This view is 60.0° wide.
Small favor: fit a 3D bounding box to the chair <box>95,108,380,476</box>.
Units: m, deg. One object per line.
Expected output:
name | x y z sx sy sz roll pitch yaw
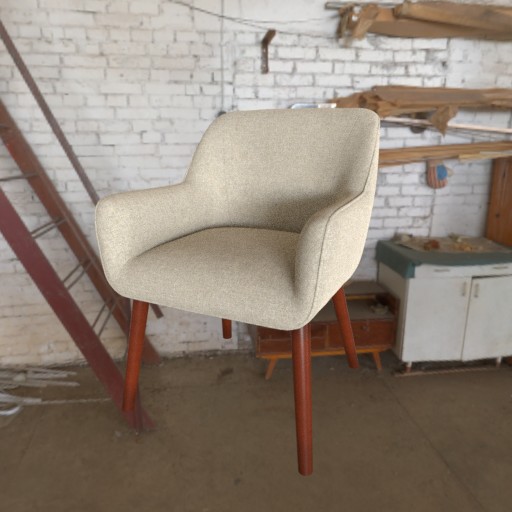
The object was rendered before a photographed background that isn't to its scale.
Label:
chair | 0.000 0.000 1.248 0.610 0.813 0.610 8 17 26
